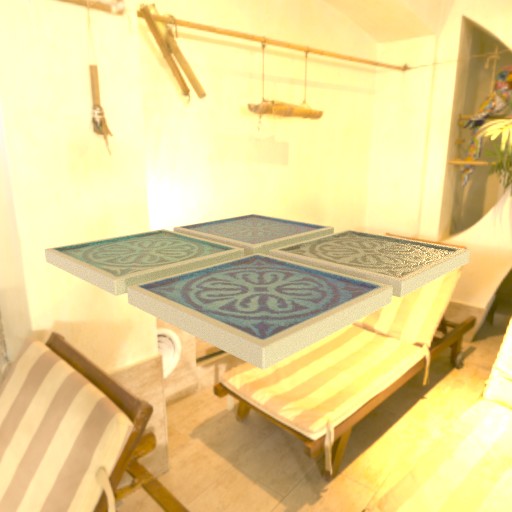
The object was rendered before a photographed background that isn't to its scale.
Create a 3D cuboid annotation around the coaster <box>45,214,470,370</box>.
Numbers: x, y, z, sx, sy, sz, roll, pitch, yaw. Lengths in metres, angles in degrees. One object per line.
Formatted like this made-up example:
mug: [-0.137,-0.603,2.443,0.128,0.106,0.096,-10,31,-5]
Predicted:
coaster: [0.000,0.000,0.319,0.219,0.010,0.214,14,21,43]
